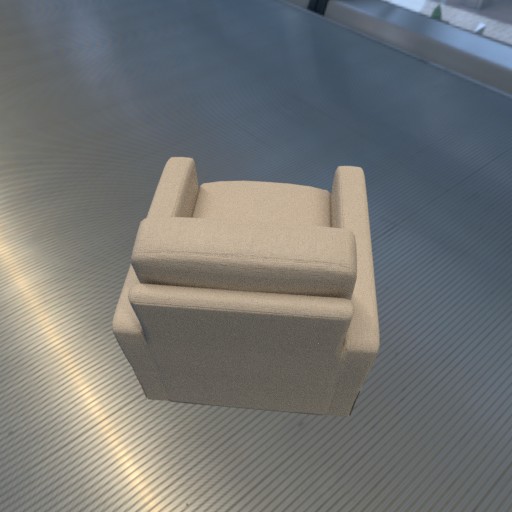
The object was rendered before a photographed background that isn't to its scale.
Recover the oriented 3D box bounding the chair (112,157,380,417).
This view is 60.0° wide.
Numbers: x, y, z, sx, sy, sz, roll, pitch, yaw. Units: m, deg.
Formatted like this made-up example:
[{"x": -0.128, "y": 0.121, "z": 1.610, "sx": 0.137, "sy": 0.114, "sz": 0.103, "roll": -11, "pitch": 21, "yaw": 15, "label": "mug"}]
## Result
[{"x": 0.000, "y": 0.000, "z": 1.557, "sx": 0.755, "sy": 0.827, "sz": 0.888, "roll": 4, "pitch": 47, "yaw": 4, "label": "chair"}]
